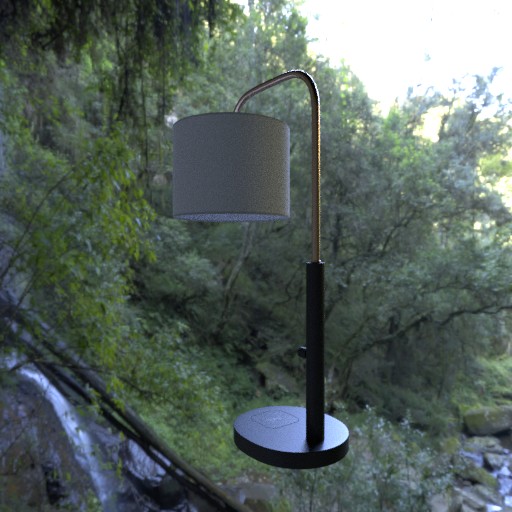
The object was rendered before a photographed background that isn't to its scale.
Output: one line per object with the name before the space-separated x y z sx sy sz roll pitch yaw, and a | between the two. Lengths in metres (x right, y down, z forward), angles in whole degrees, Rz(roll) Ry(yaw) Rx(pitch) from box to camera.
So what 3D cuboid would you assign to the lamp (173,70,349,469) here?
lamp | 0.000 0.000 0.710 0.199 0.540 0.337 -1 1 -37
